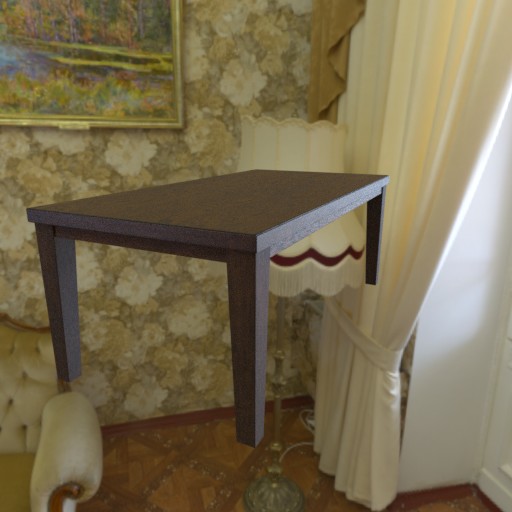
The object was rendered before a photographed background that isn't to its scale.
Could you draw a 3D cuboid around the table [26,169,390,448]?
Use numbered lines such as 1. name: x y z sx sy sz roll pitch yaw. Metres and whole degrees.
1. table: 0.000 0.000 2.466 1.016 0.762 1.981 8 18 26
